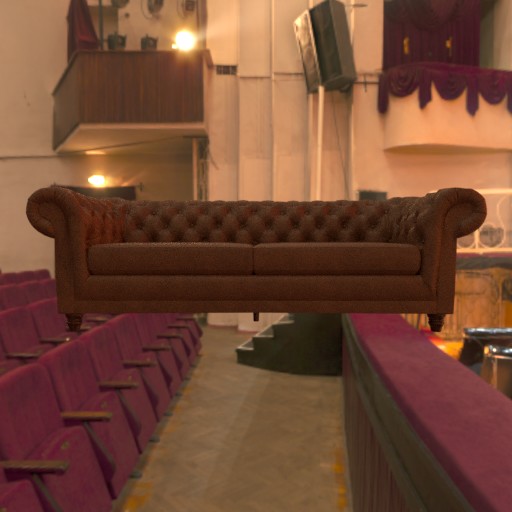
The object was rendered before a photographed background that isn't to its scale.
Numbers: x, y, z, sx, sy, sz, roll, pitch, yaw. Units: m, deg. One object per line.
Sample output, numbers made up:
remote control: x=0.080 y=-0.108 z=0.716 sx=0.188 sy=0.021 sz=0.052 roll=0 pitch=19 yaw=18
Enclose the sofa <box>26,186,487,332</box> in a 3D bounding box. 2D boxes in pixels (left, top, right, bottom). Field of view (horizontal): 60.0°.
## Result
sofa: x=0.000 y=0.000 z=2.728 sx=2.385 sy=0.783 sz=0.944 roll=0 pitch=1 yaw=0
